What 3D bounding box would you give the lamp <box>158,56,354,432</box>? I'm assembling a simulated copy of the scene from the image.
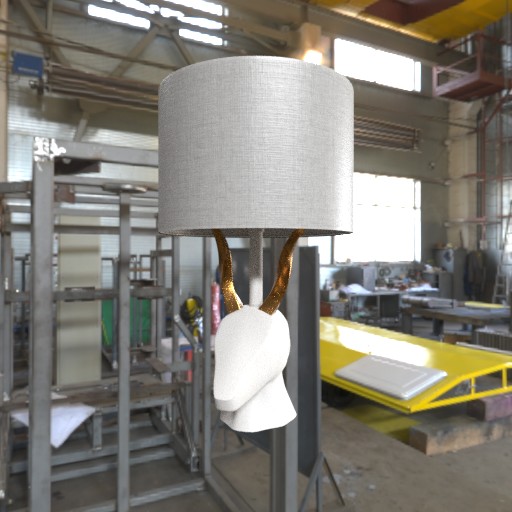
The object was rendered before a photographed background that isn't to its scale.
[{"bbox_3d":[0.000,0.000,0.693,0.298,0.503,0.298,0,0,18],"label":"lamp"}]
